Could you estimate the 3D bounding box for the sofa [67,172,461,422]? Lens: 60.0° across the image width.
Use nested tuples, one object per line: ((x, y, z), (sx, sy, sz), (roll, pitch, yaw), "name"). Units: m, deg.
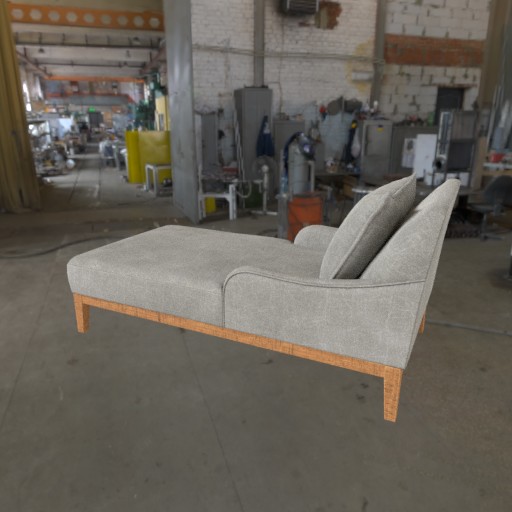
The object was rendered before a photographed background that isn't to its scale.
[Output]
((0.000, 0.000, 2.264), (1.779, 0.859, 0.894), (9, 19, 25), "sofa")
